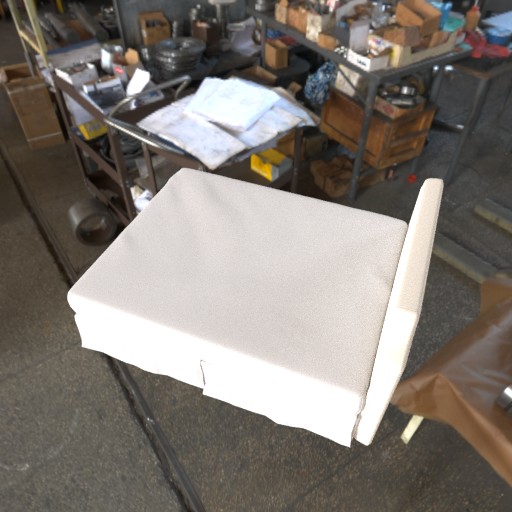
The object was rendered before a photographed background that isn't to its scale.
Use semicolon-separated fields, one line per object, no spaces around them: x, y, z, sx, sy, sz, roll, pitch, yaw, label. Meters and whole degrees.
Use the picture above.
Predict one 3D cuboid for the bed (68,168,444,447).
0.000;0.000;3.648;2.498;1.293;1.977;16;47;15;bed
